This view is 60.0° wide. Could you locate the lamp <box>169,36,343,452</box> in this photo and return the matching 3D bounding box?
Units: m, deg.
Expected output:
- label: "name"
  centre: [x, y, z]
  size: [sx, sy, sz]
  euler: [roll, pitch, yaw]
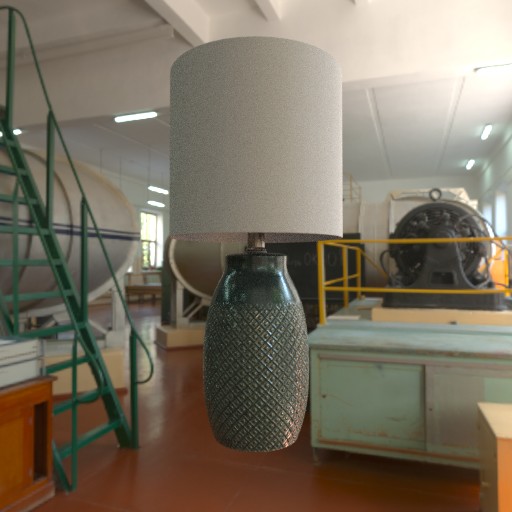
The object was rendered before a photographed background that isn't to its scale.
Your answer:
- label: "lamp"
  centre: [0.000, 0.000, 0.564]
  size: [0.217, 0.453, 0.217]
  euler: [1, -1, -36]
